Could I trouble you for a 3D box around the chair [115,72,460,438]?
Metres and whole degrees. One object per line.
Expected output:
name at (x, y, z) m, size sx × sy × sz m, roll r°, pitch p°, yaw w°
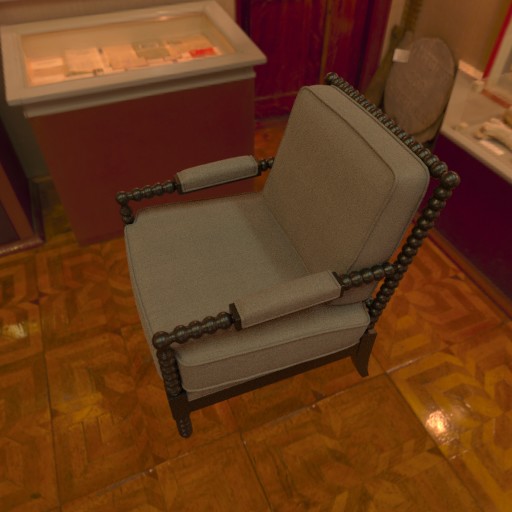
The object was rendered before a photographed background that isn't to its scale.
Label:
chair at (0.000, 0.000, 1.113) m, size 0.622 × 0.661 × 0.540 m, roll -15°, pitch 47°, yaw -15°
